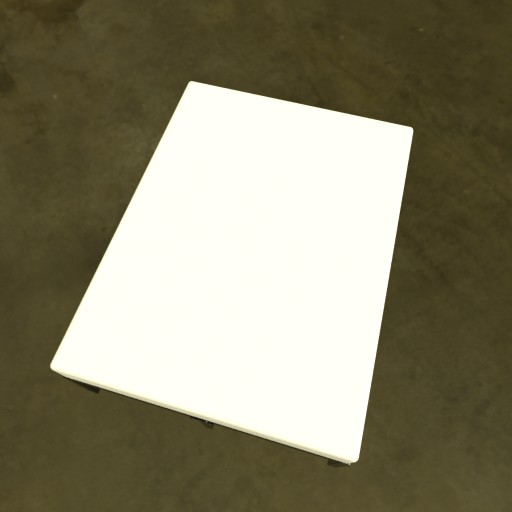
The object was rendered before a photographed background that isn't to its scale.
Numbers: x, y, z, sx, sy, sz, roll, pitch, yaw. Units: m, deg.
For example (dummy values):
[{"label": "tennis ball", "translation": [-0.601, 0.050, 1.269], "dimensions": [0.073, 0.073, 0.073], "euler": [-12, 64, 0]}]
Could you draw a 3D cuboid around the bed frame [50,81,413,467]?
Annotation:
[{"label": "bed frame", "translation": [0.000, 0.000, 2.800], "dimensions": [1.557, 0.659, 2.072], "euler": [14, 64, 7]}]
